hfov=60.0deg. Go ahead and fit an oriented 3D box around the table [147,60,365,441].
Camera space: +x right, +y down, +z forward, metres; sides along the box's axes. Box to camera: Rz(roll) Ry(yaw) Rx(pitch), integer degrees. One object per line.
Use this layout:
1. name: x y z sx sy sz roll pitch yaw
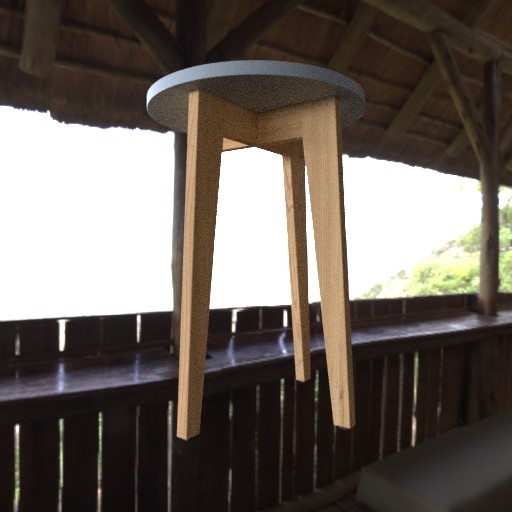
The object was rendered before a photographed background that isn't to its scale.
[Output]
1. table: 0.000 0.000 0.737 0.350 0.500 0.350 0 1 0
